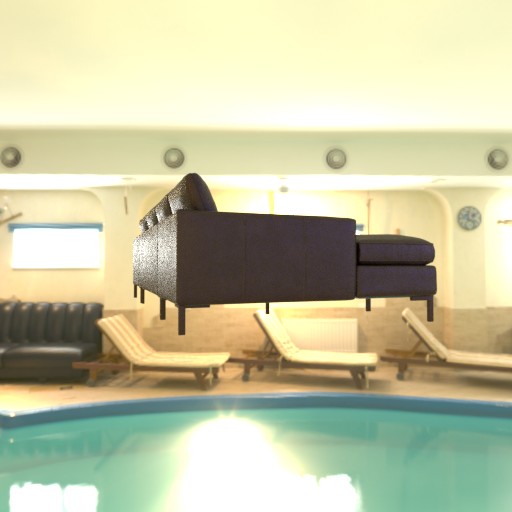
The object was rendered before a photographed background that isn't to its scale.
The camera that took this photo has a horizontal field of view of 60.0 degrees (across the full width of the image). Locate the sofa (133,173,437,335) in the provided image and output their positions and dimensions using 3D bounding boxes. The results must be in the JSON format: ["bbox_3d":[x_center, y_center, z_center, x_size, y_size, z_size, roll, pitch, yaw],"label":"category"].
[{"bbox_3d":[0.000,0.000,3.995,1.939,0.900,2.956,0,-1,-20],"label":"sofa"}]
